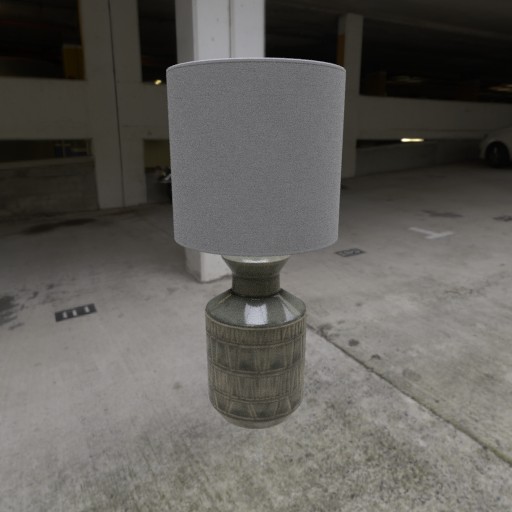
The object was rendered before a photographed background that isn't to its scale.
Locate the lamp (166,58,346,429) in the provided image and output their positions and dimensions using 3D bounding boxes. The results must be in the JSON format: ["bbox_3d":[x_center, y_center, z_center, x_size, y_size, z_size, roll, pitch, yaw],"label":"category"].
[{"bbox_3d":[0.000,0.000,0.590,0.211,0.455,0.211,-8,17,-27],"label":"lamp"}]
